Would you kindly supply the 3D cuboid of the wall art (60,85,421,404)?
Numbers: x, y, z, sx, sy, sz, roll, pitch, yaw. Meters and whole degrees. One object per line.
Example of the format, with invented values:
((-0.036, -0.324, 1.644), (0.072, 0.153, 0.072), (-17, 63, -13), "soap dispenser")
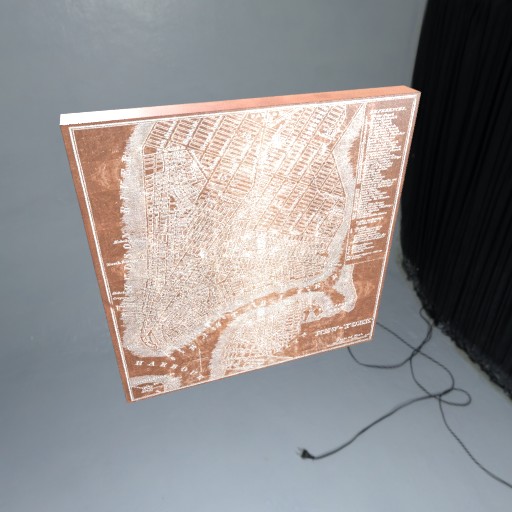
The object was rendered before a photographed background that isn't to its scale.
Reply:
((0.000, 0.000, 0.596), (0.403, 0.403, 0.035), (-11, 35, -16), "wall art")
